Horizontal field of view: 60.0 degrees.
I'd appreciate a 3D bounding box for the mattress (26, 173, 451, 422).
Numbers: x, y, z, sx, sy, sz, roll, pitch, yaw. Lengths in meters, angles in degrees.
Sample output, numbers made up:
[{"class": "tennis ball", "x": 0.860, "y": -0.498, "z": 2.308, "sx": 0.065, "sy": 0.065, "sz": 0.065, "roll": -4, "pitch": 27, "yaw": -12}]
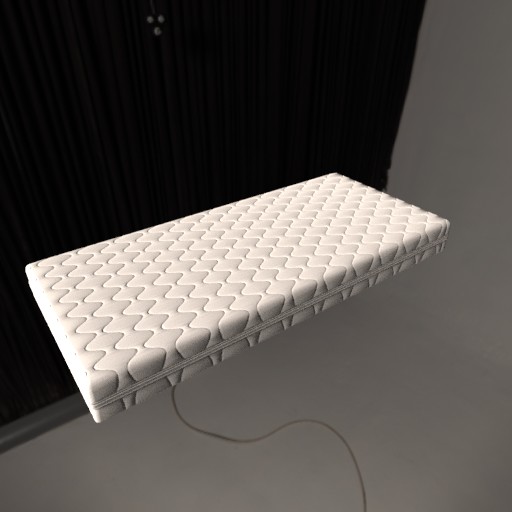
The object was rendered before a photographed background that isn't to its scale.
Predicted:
[{"class": "mattress", "x": 0.000, "y": 0.000, "z": 2.275, "sx": 2.000, "sy": 0.200, "sz": 0.900, "roll": -21, "pitch": 37, "yaw": -30}]
